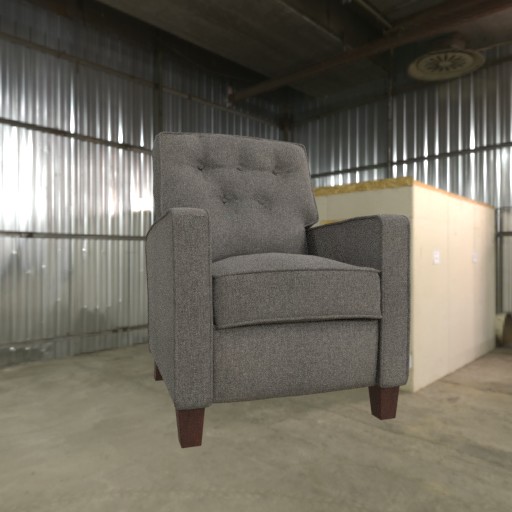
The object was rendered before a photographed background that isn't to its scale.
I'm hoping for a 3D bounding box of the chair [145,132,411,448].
[{"bbox_3d":[0.000,0.000,1.429,0.650,0.889,0.775,0,1,-19],"label":"chair"}]
